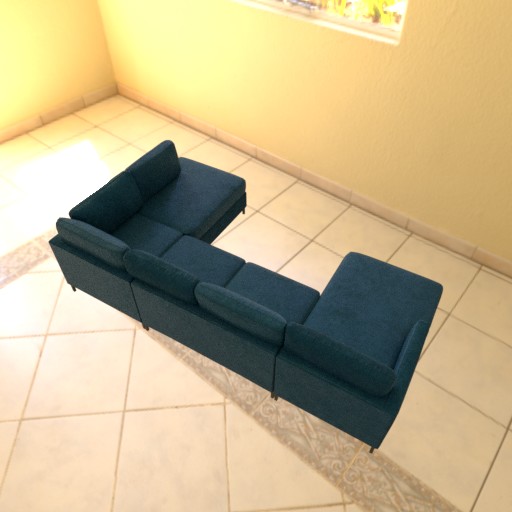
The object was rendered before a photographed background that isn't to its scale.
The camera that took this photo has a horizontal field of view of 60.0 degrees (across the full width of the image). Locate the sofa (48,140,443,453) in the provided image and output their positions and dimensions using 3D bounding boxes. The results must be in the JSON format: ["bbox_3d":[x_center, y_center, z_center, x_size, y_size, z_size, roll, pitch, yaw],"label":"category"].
[{"bbox_3d":[0.000,0.000,4.383,3.434,0.992,2.055,23,50,21],"label":"sofa"}]
